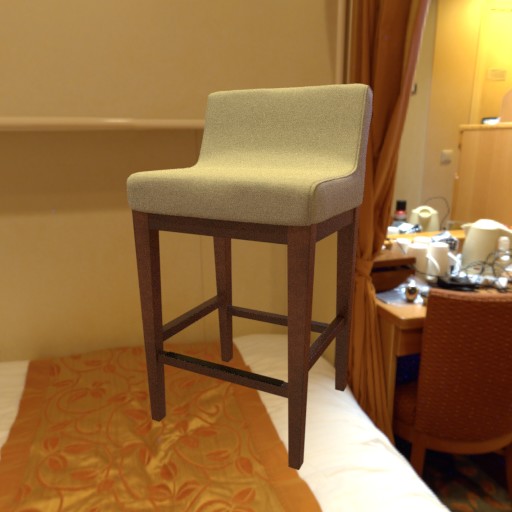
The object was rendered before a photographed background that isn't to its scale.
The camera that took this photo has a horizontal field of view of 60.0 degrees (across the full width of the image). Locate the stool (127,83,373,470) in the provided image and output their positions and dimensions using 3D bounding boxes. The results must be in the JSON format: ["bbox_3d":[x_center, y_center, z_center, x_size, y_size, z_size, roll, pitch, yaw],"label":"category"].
[{"bbox_3d":[0.000,0.000,1.263,0.511,0.937,0.500,7,16,26],"label":"stool"}]
